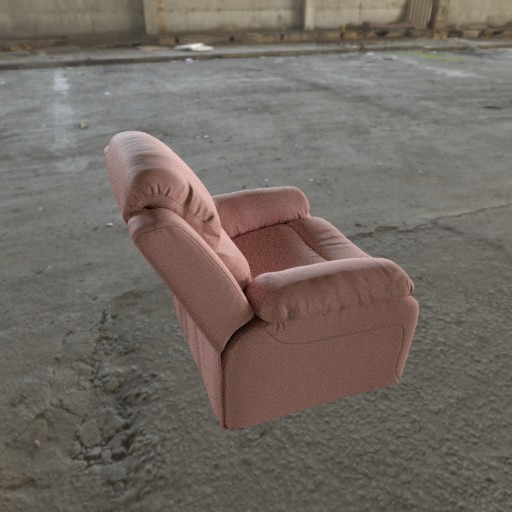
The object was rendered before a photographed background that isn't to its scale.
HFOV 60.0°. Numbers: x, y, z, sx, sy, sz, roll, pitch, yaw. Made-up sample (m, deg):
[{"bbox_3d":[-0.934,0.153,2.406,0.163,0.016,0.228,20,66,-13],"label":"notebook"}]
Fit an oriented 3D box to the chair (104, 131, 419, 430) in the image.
[{"bbox_3d":[0.000,0.000,1.256,0.709,0.702,0.680,-11,32,-19],"label":"chair"}]
